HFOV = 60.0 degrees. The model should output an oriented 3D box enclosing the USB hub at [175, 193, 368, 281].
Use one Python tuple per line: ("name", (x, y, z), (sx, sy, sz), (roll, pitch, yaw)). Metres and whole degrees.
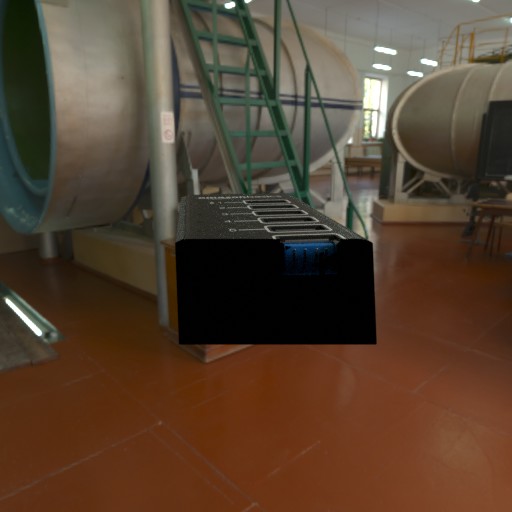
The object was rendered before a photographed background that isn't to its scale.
("USB hub", (0.000, 0.000, 0.130), (0.044, 0.023, 0.110), (-2, 15, -8))
